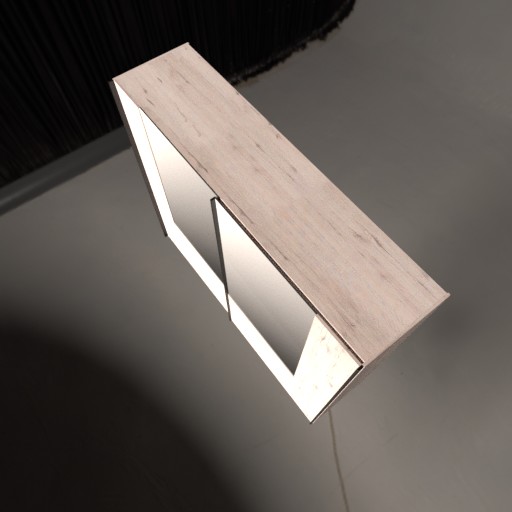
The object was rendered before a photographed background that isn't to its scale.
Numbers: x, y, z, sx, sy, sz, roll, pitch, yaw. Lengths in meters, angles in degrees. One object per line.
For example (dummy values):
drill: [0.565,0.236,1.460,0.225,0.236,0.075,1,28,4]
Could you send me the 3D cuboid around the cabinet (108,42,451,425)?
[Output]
cabinet: [0.000,0.000,3.656,0.660,2.180,2.500,-34,68,-16]
